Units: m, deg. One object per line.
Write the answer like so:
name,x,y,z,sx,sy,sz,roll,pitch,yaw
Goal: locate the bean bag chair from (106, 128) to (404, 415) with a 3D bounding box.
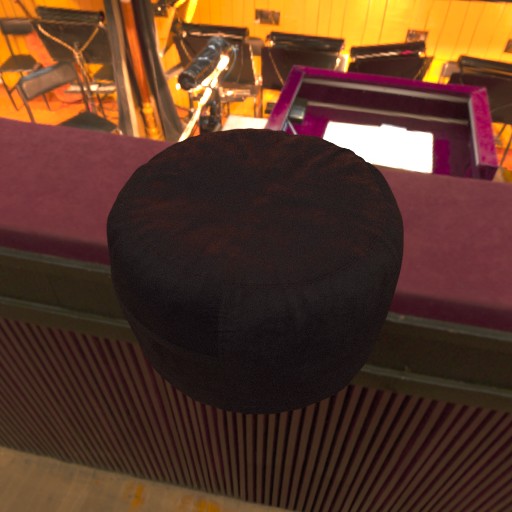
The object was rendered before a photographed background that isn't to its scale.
bean bag chair,0.000,0.000,1.980,1.219,0.762,1.219,0,46,0
